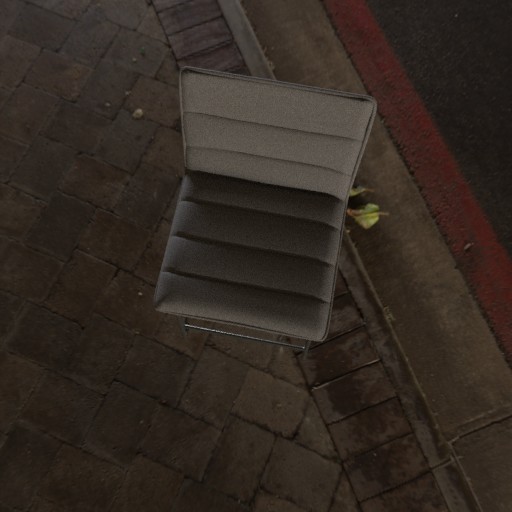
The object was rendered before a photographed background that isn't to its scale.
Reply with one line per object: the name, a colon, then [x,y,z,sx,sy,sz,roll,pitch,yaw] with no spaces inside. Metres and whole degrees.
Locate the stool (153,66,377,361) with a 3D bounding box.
stool: [0.000,0.000,1.245,0.490,0.960,0.490,10,76,3]
